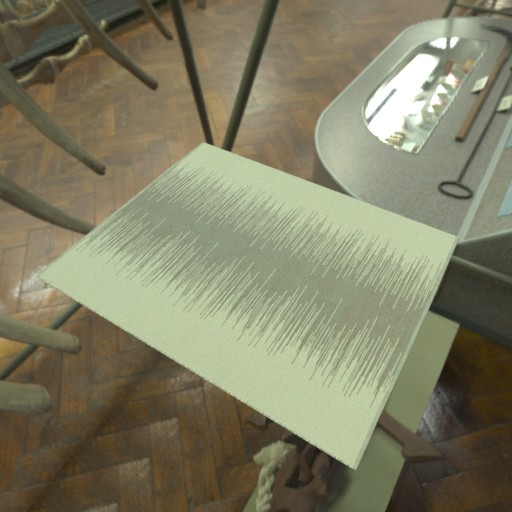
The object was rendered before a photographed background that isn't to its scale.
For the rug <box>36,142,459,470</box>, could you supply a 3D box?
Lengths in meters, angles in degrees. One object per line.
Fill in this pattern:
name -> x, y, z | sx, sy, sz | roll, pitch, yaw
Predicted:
rug -> 0.000, 0.000, 4.042 | 3.037, 0.010, 2.453 | 25, 52, 21
